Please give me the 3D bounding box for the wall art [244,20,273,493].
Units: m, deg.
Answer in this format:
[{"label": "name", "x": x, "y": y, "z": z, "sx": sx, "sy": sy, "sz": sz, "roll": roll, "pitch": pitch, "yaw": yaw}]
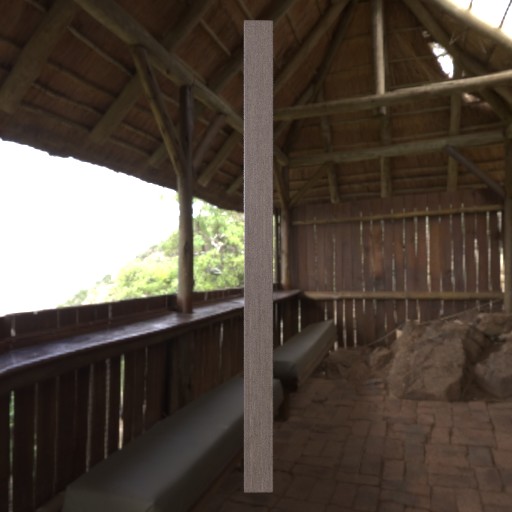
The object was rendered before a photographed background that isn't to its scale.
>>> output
[{"label": "wall art", "x": 0.000, "y": 0.000, "z": 0.657, "sx": 0.032, "sy": 0.510, "sz": 0.358, "roll": 0, "pitch": 1, "yaw": -1}]
